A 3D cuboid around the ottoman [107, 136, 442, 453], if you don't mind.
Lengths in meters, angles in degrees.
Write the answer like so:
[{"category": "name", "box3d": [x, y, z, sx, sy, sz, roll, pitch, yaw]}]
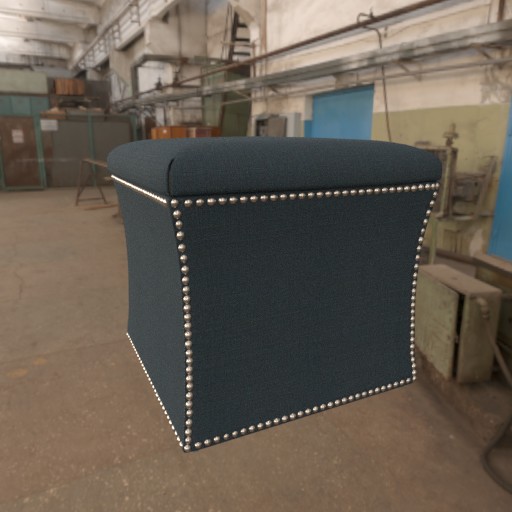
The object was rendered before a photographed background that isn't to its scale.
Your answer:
[{"category": "ottoman", "box3d": [0.000, 0.000, 0.911, 0.507, 0.475, 0.497, -7, 17, -25]}]
